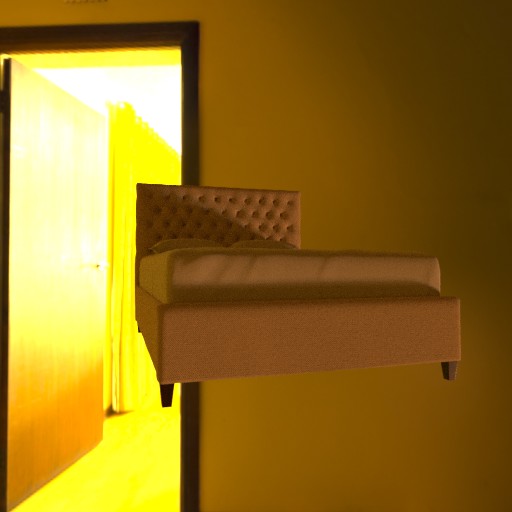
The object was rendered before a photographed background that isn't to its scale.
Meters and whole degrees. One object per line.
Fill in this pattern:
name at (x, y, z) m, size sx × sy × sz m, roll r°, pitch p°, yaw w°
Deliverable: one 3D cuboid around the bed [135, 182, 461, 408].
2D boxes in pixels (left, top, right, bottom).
bed at (0.000, 0.000, 3.373) m, size 1.698 × 1.427 × 2.387 m, roll 0°, pitch -1°, yaw -17°
